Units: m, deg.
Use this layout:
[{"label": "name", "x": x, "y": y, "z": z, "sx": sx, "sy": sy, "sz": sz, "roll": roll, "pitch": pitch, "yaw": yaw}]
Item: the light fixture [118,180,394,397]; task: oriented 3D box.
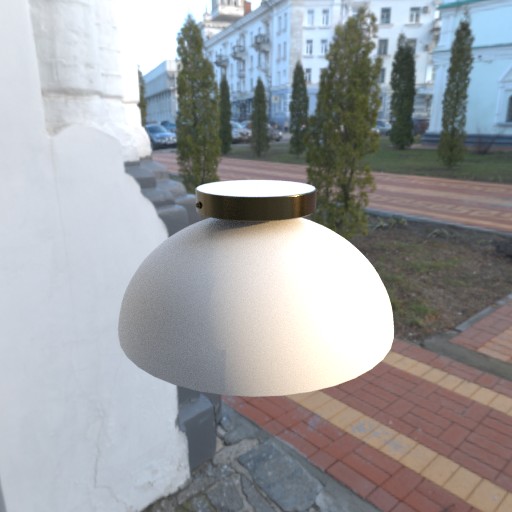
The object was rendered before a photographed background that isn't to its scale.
[{"label": "light fixture", "x": 0.000, "y": 0.000, "z": 0.571, "sx": 0.355, "sy": 0.177, "sz": 0.355, "roll": 0, "pitch": 17, "yaw": 0}]
